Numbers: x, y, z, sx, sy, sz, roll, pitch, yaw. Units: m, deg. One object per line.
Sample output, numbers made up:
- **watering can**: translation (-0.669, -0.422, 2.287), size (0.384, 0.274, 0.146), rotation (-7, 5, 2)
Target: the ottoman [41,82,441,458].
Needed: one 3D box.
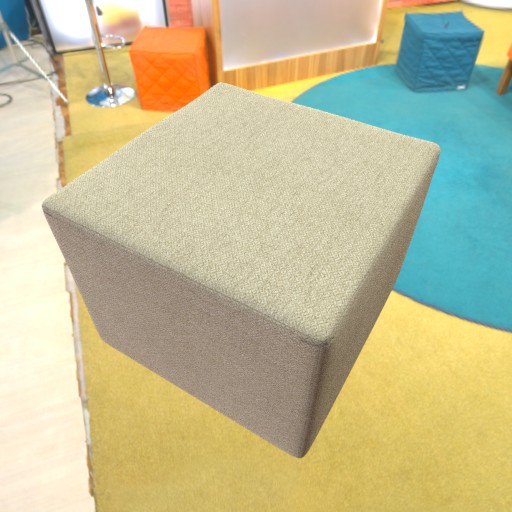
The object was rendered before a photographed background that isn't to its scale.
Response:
- **ottoman**: translation (0.000, 0.000, 0.883), size (0.508, 0.432, 0.508), rotation (24, 50, 21)
